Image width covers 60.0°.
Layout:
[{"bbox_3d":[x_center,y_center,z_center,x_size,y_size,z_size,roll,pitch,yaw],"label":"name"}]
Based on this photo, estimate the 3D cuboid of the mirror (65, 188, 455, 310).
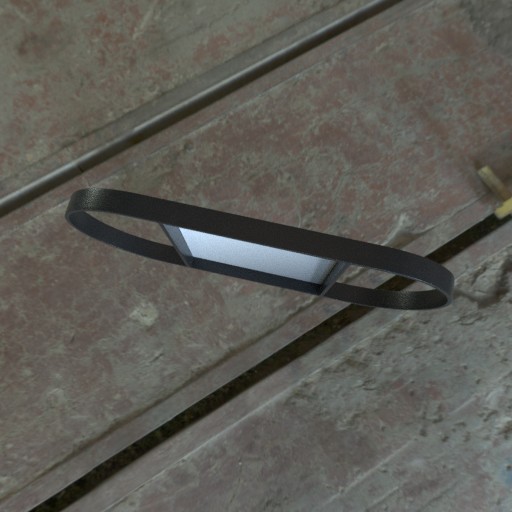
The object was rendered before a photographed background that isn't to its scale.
[{"bbox_3d":[0.000,0.000,0.680,0.584,0.254,0.032,12,76,3],"label":"mirror"}]
